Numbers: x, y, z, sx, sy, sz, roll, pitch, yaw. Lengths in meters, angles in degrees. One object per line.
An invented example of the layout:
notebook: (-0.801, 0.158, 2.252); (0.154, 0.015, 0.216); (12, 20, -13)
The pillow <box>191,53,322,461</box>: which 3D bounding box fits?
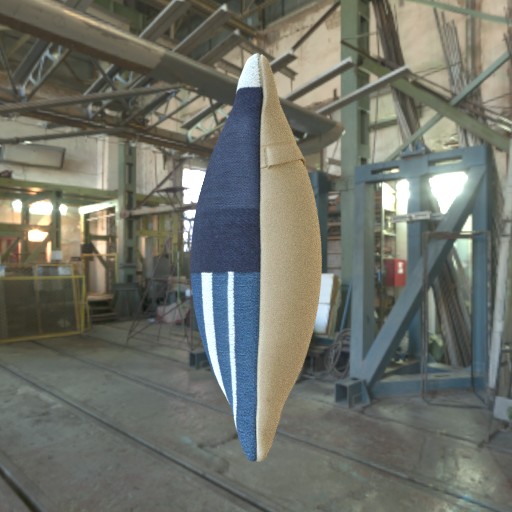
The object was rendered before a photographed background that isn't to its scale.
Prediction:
pillow: (0.000, 0.000, 0.797); (0.229, 0.506, 0.536); (0, -1, 0)
